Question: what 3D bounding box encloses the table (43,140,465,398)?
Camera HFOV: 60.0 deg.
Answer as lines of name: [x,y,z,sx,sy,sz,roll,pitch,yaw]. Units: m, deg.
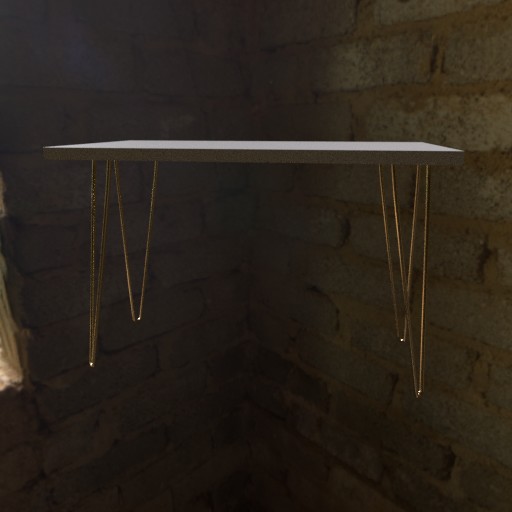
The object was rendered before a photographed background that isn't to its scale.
table: [0.000,0.000,1.352,0.991,0.660,0.498,3,17,9]
